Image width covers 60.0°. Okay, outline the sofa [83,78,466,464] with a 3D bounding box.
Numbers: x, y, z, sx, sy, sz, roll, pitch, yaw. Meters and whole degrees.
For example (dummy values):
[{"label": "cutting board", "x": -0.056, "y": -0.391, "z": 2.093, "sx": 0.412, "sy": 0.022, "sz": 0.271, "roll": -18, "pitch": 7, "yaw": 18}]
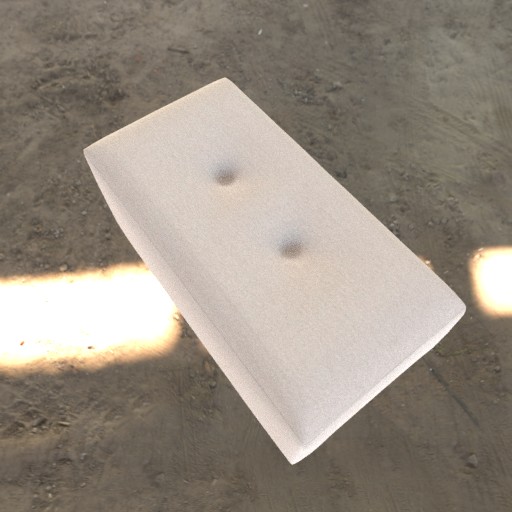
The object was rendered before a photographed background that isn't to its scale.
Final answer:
[{"label": "sofa", "x": 0.000, "y": 0.000, "z": 1.207, "sx": 0.480, "sy": 0.470, "sz": 0.930, "roll": -34, "pitch": 67, "yaw": -17}]
